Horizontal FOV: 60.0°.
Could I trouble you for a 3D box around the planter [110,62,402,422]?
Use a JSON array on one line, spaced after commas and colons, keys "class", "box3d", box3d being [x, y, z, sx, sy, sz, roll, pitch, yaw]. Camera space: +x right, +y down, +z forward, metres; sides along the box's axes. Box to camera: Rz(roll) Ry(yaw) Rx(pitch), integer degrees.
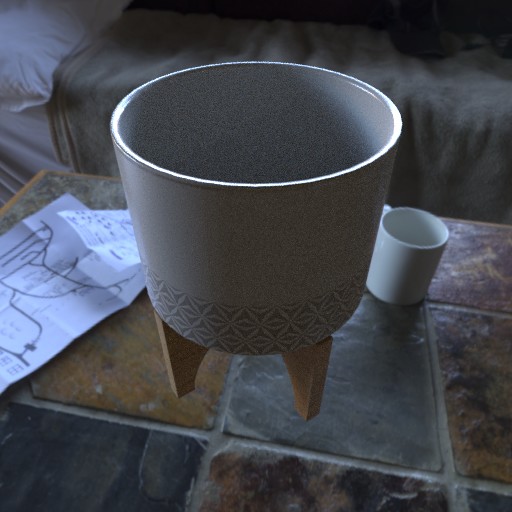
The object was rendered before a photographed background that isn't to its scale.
[{"class": "planter", "box3d": [0.000, 0.000, 0.501, 0.249, 0.343, 0.249, 0, 42, 0]}]
